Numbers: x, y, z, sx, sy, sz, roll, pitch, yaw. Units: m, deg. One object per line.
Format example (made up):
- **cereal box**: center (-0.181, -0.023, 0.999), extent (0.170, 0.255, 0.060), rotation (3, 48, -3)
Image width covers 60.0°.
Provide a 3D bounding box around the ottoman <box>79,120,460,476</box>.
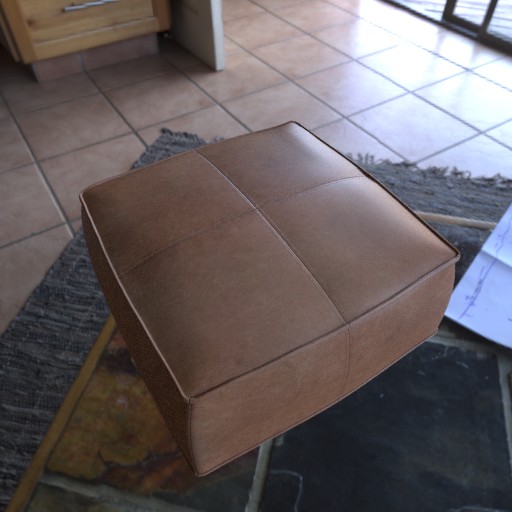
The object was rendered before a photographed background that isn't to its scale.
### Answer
- **ottoman**: center (0.000, 0.000, 1.369), extent (0.902, 0.395, 0.901), rotation (-24, 52, -20)
